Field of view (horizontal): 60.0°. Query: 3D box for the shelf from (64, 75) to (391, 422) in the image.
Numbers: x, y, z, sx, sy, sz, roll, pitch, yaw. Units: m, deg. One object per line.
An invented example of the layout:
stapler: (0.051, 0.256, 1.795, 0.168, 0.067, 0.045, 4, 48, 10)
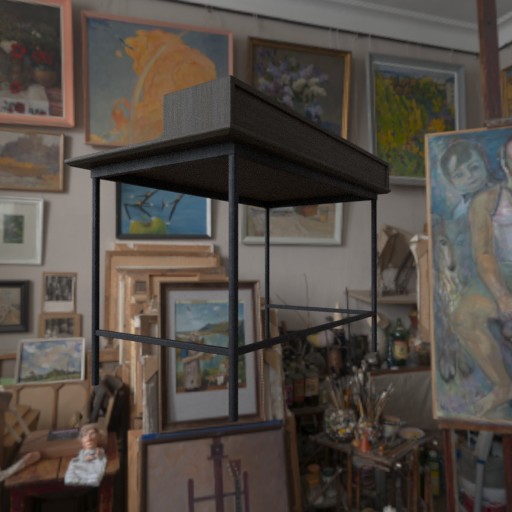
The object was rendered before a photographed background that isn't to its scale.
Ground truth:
shelf: (0.000, 0.000, 1.750, 0.685, 0.865, 1.212, 0, -1, 35)
